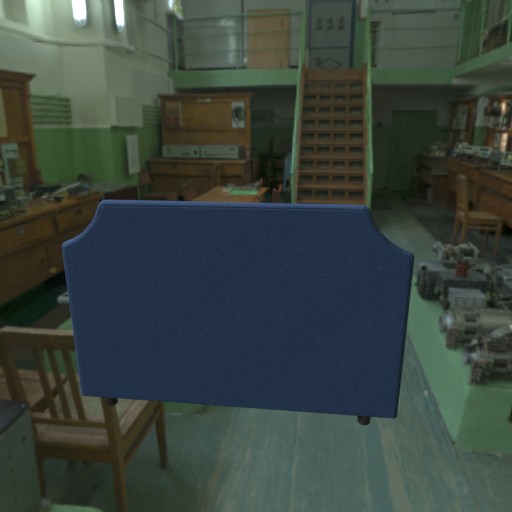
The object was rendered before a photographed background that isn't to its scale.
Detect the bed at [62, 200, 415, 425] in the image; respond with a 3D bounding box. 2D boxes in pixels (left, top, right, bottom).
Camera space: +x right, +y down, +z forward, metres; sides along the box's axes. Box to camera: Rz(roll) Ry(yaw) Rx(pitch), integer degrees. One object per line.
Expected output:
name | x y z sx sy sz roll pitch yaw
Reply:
bed | 0.000 0.000 4.158 2.350 1.488 2.773 2 17 6
